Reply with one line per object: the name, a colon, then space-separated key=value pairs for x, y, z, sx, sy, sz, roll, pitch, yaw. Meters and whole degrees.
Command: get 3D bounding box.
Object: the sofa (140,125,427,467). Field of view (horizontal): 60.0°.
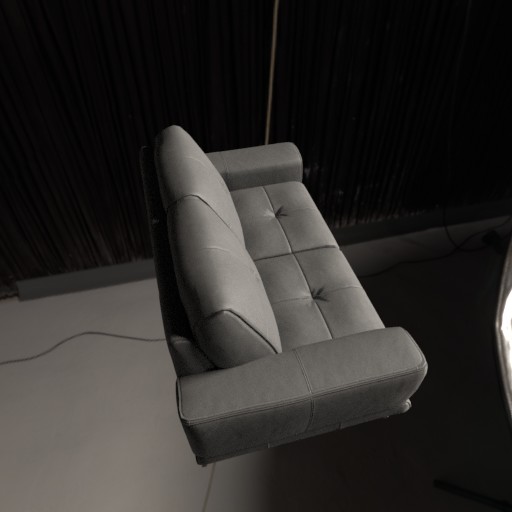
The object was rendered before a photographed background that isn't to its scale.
sofa: x=0.000 y=0.000 z=2.339 sx=1.018 sy=0.907 sz=1.806 roll=-11 pitch=46 yaw=-10
